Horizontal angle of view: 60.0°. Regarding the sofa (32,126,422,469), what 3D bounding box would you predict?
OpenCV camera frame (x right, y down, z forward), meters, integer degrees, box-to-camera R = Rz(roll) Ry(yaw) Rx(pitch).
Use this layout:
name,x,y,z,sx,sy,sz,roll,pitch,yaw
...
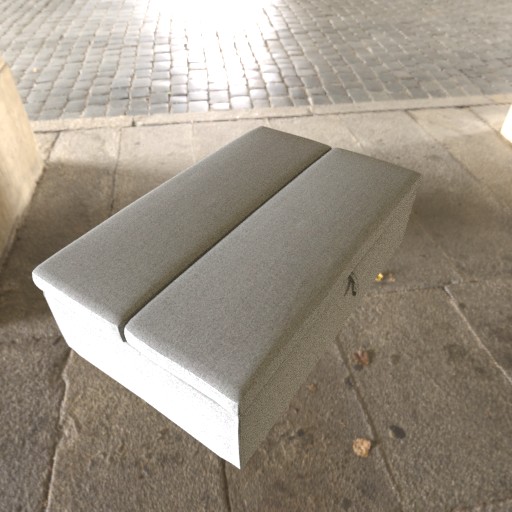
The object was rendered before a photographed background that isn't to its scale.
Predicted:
name,x,y,z,sx,sy,sz,roll,pitch,yaw
sofa,0.000,0.000,1.665,0.817,0.434,1.250,25,47,25
